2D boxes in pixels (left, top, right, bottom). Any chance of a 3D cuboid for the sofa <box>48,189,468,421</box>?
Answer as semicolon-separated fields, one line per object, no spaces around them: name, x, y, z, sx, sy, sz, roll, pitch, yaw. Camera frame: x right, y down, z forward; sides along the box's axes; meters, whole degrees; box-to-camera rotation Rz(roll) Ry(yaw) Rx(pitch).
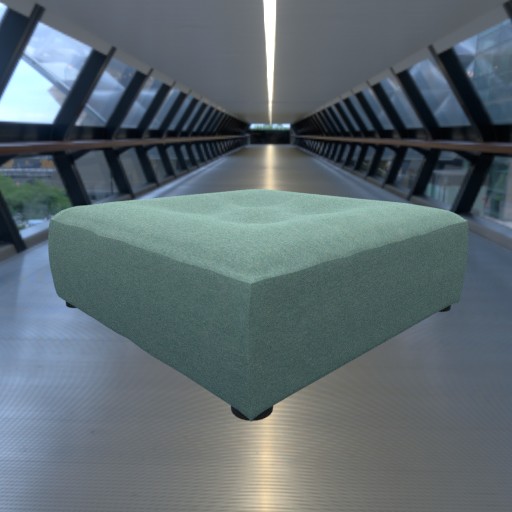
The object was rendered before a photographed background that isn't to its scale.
sofa;0.000;0.000;1.390;0.930;0.330;0.930;-13;19;-42
